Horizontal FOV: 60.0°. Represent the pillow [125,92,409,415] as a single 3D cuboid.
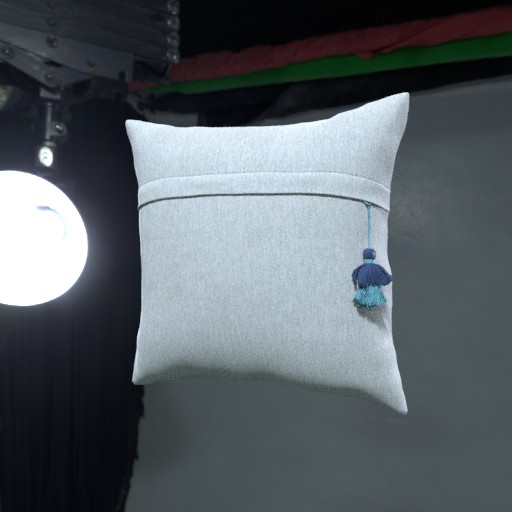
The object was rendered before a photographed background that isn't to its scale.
[{"bbox_3d":[0.000,0.000,0.665,0.433,0.436,0.173,0,1,17],"label":"pillow"}]
